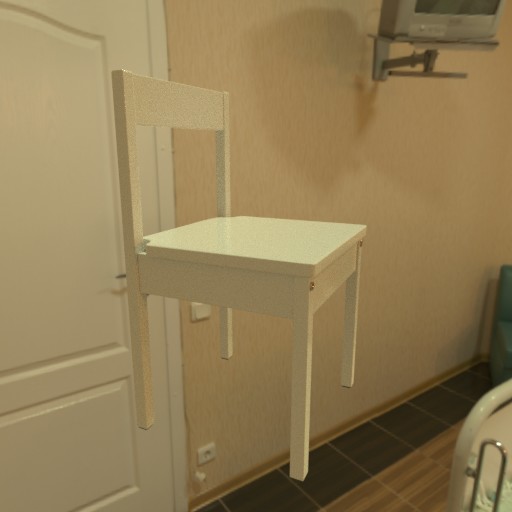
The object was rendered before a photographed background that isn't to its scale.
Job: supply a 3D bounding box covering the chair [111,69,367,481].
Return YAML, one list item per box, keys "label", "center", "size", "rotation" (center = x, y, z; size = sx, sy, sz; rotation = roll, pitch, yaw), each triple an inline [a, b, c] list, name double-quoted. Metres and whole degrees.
- label: "chair"
  center: [0.000, 0.000, 0.887]
  size: [0.361, 0.668, 0.367]
  rotation: [7, 15, 25]
